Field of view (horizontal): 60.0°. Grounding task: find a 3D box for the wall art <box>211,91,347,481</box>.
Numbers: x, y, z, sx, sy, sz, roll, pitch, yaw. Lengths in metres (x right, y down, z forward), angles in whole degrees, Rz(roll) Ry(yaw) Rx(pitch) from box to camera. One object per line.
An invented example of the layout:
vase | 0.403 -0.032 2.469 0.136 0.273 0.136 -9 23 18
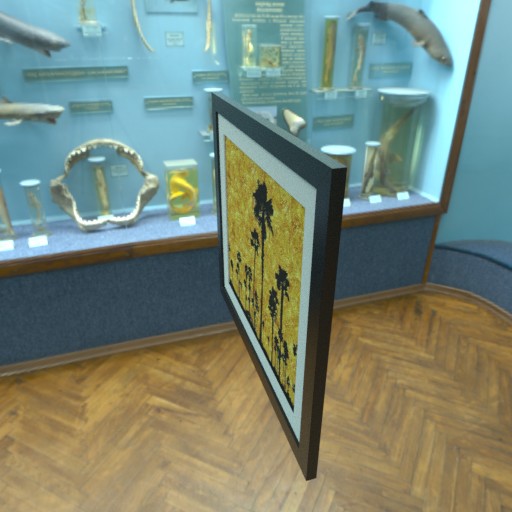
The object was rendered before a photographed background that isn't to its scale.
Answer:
wall art | 0.000 0.000 0.543 0.012 0.332 0.383 -8 29 -15
